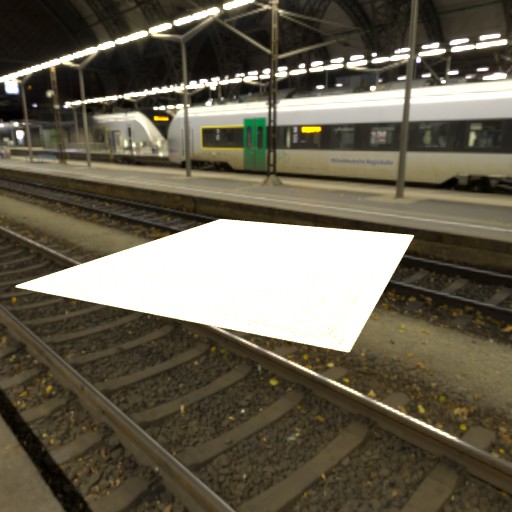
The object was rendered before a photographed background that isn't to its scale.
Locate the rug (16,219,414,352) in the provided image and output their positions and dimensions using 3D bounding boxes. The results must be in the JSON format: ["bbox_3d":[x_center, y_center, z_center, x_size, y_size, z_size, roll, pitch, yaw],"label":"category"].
[{"bbox_3d":[0.000,0.000,4.057,2.441,0.015,3.050,7,16,24],"label":"rug"}]
